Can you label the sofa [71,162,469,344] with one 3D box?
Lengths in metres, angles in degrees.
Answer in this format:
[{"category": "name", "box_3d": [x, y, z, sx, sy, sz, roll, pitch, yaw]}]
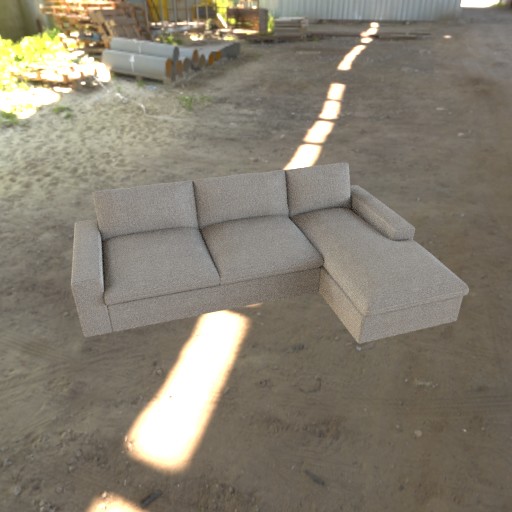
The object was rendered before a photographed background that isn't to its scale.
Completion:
[{"category": "sofa", "box_3d": [0.000, 0.000, 3.506, 2.718, 0.813, 1.689, -9, 33, -15]}]
